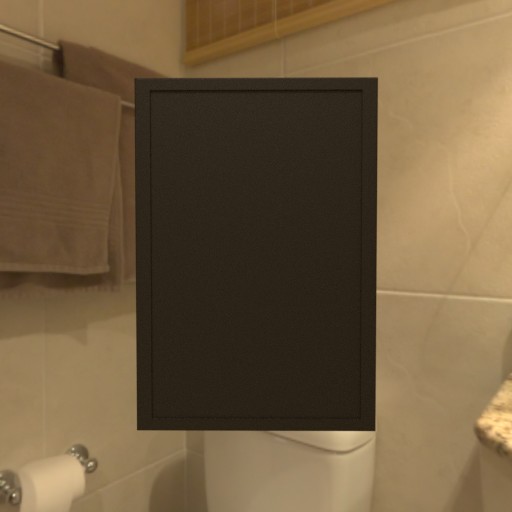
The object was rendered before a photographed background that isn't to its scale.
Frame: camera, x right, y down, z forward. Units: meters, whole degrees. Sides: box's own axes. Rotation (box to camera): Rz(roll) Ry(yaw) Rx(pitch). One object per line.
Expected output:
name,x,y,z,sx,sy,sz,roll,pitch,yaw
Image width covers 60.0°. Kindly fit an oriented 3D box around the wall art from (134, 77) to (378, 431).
wall art,0.000,0.000,0.835,0.451,0.661,0.012,0,1,0
